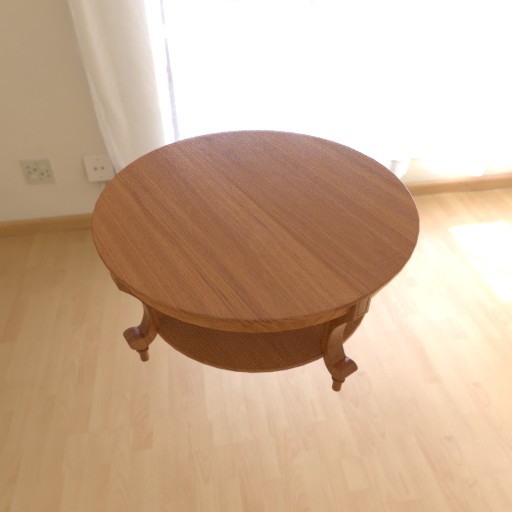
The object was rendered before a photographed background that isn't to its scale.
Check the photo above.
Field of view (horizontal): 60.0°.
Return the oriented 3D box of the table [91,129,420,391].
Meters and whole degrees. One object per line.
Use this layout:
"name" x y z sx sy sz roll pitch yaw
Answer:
"table" 0.000 0.000 1.593 1.029 0.490 1.029 0 41 0
